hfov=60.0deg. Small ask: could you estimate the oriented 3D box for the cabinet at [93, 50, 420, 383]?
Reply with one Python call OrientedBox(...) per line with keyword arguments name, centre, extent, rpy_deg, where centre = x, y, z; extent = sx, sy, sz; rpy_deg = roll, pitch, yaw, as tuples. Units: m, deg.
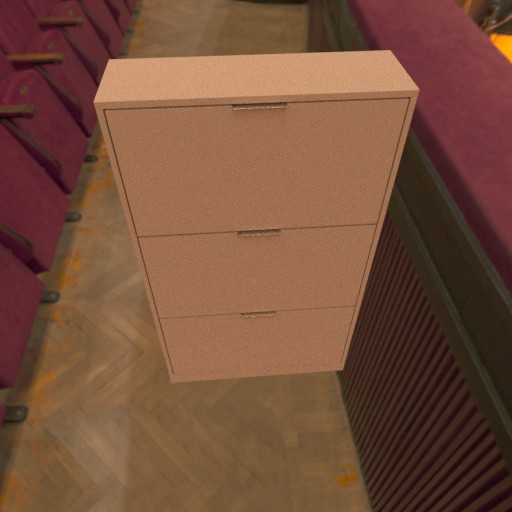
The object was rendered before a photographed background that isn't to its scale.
OrientedBox(name="cabinet", centre=(0.000, 0.000, 1.551), extent=(0.750, 1.280, 0.250), rpy_deg=(-3, 46, -3))
